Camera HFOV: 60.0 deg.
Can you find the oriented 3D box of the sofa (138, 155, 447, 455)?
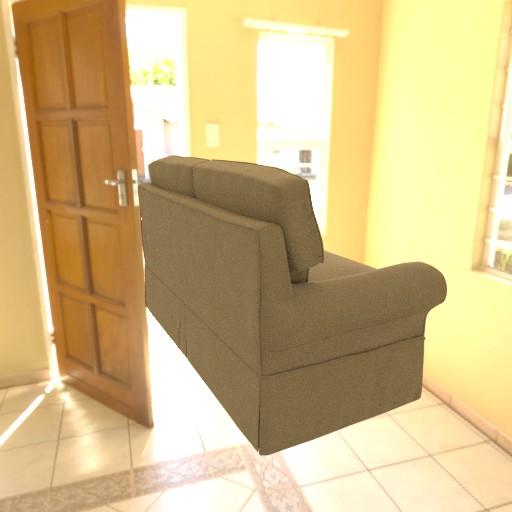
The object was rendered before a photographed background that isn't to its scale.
[{"bbox_3d":[0.000,0.000,2.367,0.841,1.024,1.823,-8,16,-27],"label":"sofa"}]
